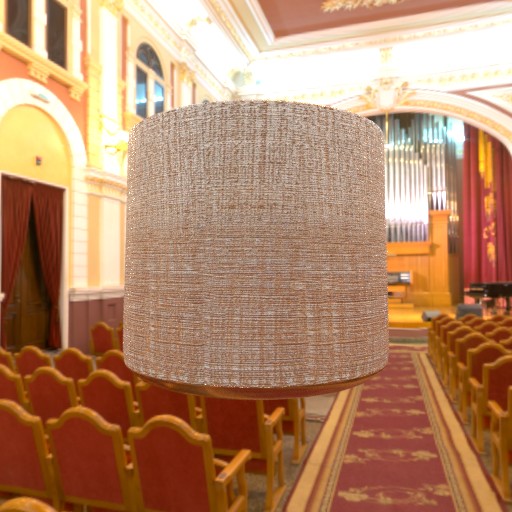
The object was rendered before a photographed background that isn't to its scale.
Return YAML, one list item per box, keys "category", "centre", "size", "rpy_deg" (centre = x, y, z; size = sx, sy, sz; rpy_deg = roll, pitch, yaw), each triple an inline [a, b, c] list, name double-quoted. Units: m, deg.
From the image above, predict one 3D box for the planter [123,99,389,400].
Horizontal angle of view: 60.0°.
- category: "planter"
  centre: [0.000, 0.000, 0.311]
  size: [0.177, 0.157, 0.177]
  rpy_deg: [0, -2, 0]
